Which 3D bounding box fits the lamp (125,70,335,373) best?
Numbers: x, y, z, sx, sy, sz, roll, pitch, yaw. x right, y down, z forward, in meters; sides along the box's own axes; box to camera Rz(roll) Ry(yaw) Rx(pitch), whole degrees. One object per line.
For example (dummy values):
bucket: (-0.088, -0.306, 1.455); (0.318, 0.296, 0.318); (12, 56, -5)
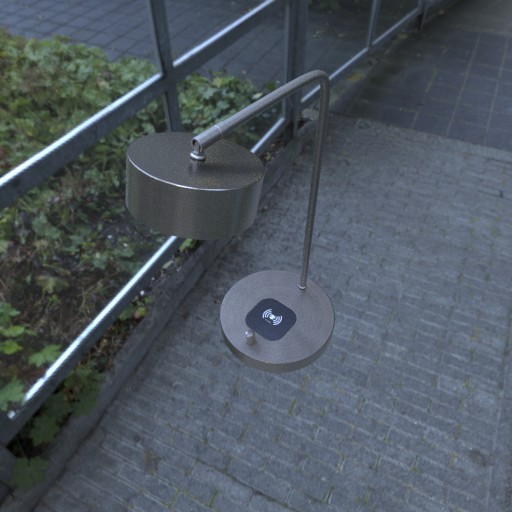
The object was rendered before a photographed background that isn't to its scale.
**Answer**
lamp: (0.000, 0.000, 0.633); (0.211, 0.469, 0.334); (31, 54, 26)
